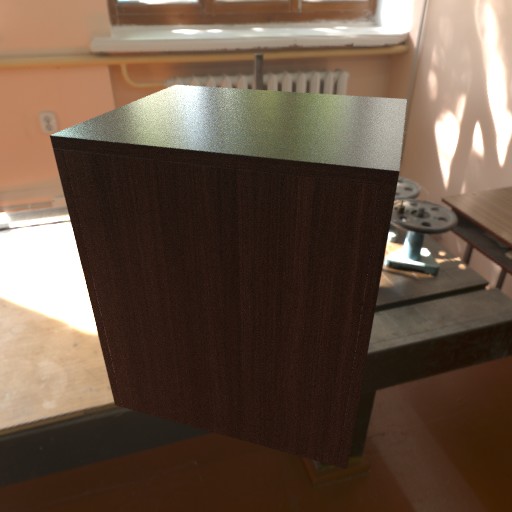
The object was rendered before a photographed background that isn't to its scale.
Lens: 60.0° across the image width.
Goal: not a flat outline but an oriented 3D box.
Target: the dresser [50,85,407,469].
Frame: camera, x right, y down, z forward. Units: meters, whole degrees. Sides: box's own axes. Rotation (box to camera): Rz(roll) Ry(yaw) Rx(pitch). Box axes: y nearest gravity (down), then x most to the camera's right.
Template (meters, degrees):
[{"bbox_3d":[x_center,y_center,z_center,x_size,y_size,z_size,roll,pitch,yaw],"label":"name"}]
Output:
[{"bbox_3d":[0.000,0.000,0.743,0.400,0.470,0.360,9,32,15],"label":"dresser"}]
